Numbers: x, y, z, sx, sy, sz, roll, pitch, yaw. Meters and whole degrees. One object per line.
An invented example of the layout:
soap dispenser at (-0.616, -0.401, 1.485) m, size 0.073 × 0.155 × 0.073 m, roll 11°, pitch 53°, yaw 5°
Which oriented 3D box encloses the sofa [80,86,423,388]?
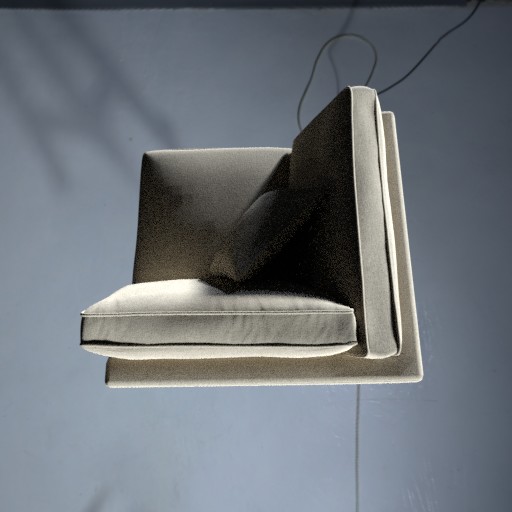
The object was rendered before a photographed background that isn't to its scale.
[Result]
sofa at (0.000, 0.000, 1.960) m, size 1.146 × 1.002 × 1.084 m, roll -1°, pitch 75°, yaw 0°
